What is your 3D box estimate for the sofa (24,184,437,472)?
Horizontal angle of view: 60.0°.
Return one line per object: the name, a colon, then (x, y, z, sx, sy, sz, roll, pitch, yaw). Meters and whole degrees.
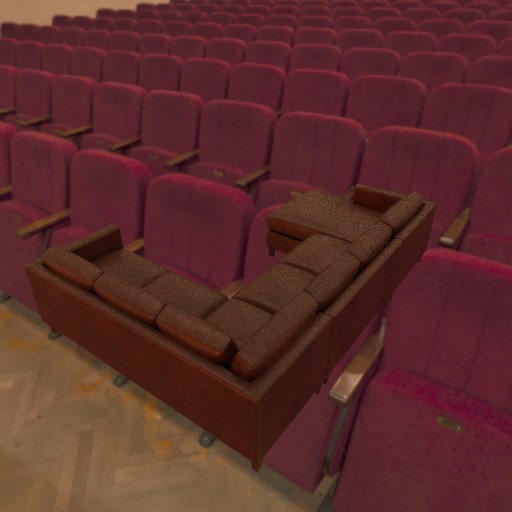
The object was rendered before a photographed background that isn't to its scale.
sofa: (0.000, 0.000, 4.423, 2.452, 0.891, 3.324, 21, 37, 30)
